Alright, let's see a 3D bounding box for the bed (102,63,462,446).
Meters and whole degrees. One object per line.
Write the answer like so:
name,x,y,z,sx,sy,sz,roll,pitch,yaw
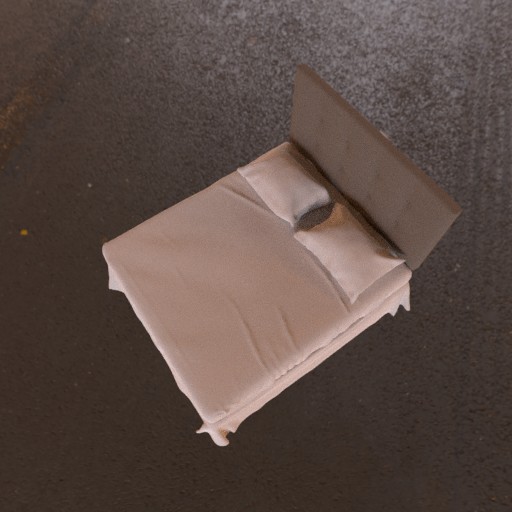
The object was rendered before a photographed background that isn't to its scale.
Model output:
bed,0.000,0.000,3.496,2.222,1.577,1.936,-32,68,-15
